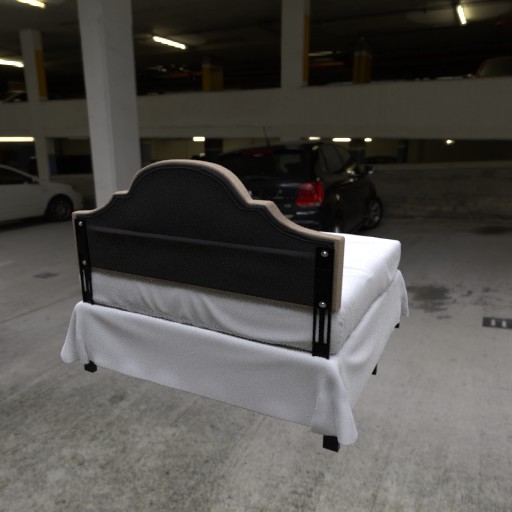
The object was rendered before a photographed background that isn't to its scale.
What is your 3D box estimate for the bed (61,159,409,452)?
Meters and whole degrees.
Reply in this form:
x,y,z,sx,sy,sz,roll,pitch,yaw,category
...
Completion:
x,y,z,sx,sy,sz,roll,pitch,yaw,category
0.000,0.000,3.640,2.303,1.631,2.222,8,17,26,bed
